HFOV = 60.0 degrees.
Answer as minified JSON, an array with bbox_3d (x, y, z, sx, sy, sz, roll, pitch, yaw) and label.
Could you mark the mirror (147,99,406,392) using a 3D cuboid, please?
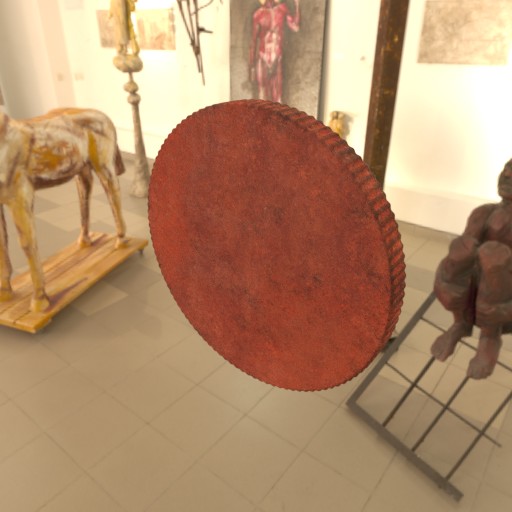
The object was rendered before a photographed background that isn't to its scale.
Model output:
[{"bbox_3d":[0.000,0.000,0.912,0.609,0.609,0.056,20,33,33],"label":"mirror"}]
